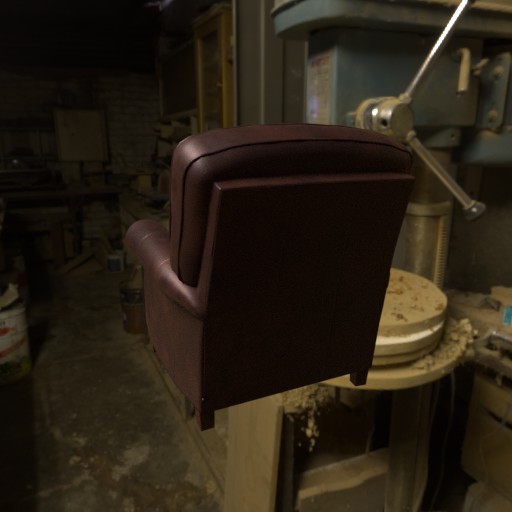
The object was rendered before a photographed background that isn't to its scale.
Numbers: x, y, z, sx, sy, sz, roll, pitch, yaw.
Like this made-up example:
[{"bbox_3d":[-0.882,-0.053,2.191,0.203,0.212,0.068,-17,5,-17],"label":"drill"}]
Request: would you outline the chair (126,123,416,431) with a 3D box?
[{"bbox_3d":[0.000,0.000,1.799,0.936,1.018,0.986,-7,17,-25],"label":"chair"}]
